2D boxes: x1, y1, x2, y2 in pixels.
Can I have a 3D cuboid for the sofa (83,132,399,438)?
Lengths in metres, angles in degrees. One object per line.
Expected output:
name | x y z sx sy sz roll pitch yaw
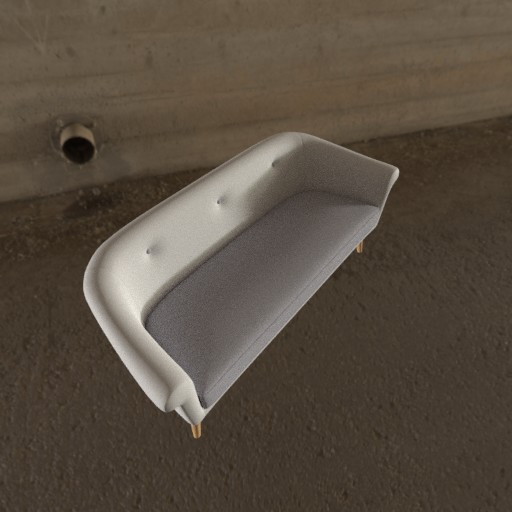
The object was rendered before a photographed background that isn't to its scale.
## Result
sofa | 0.000 0.000 2.603 0.827 0.795 2.160 26 47 27
